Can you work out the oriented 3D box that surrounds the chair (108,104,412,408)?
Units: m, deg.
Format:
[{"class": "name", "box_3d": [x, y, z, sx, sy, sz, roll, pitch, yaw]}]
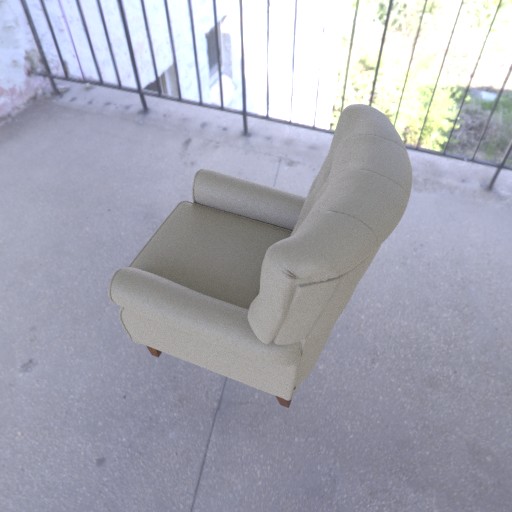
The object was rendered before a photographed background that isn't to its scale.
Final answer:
[{"class": "chair", "box_3d": [0.000, 0.000, 1.916, 1.059, 1.158, 0.943, 17, 50, 15]}]
